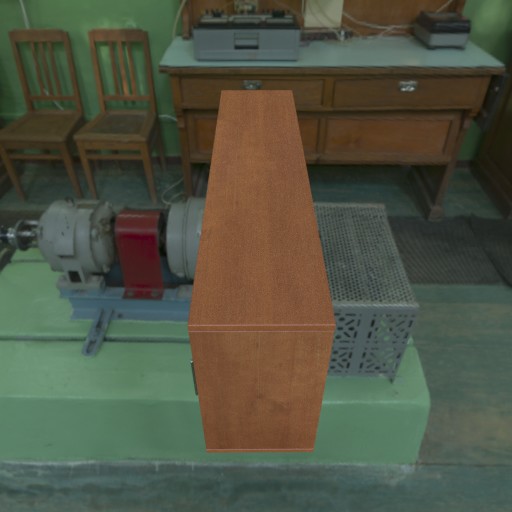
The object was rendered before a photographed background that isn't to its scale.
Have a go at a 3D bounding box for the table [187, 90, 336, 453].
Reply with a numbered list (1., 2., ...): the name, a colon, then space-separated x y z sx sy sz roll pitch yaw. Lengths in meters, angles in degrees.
1. table: 0.000 0.000 1.526 0.308 0.698 1.220 0 40 0
